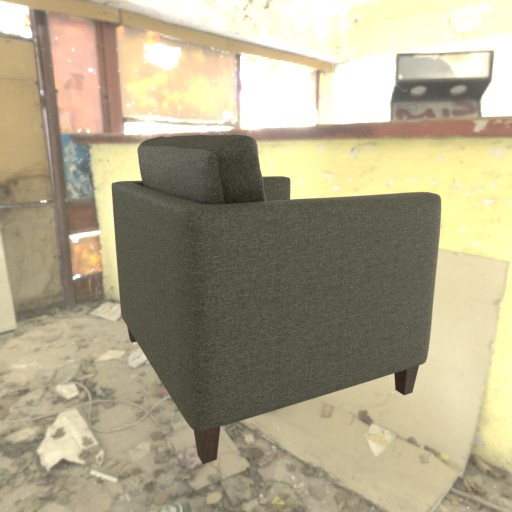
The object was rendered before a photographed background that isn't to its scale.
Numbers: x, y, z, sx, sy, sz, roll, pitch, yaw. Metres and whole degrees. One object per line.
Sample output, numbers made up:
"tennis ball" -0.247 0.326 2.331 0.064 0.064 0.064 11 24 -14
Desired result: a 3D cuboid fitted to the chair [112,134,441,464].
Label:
"chair" 0.000 0.000 1.826 0.959 0.963 1.107 -7 15 -27
